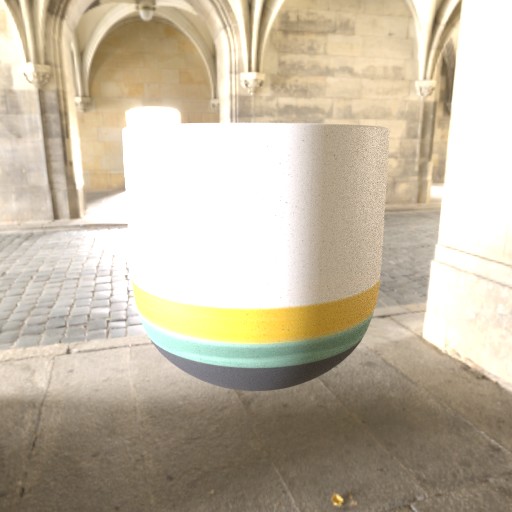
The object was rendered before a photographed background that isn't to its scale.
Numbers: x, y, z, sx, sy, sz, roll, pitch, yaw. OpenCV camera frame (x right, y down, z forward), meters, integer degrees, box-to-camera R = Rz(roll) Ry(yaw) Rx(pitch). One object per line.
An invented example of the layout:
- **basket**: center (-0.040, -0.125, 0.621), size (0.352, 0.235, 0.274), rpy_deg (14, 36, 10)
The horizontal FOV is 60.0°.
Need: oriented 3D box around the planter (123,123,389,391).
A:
- **planter**: center (0.000, 0.000, 0.492), size (0.268, 0.270, 0.268), rpy_deg (0, 14, 0)
